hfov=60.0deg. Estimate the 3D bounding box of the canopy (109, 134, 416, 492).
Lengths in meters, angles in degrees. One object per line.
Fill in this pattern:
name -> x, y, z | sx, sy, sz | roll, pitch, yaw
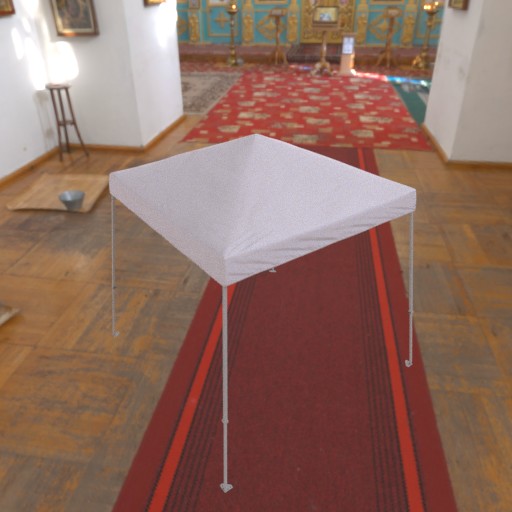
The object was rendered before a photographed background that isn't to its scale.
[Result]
canopy -> 0.000, 0.000, 5.187 | 2.850, 2.850, 2.849 | -20, 36, -31
